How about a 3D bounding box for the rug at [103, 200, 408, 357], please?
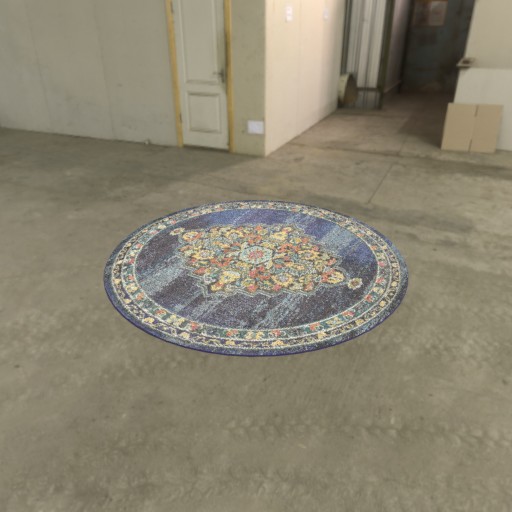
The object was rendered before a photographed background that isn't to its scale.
[{"bbox_3d":[0.000,0.000,3.619,2.386,0.014,2.386,0,29,0],"label":"rug"}]
